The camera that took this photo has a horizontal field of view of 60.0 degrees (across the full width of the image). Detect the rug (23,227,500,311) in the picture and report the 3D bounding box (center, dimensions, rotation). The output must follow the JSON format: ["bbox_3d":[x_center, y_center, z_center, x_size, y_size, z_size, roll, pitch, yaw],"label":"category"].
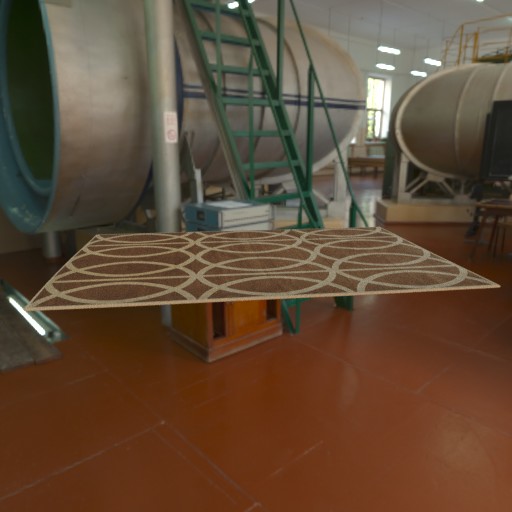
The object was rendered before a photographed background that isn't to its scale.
[{"bbox_3d":[0.000,0.000,2.810,2.290,0.014,1.526,-2,15,-8],"label":"rug"}]
